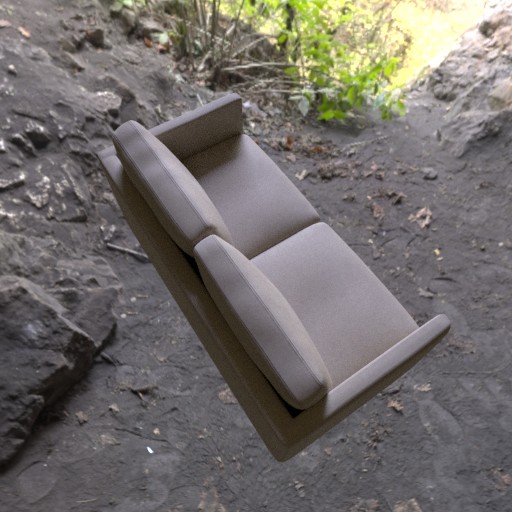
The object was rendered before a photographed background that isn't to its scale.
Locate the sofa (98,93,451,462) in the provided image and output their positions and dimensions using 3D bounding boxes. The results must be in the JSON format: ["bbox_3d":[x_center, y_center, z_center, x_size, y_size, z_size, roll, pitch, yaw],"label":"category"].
[{"bbox_3d":[0.000,0.000,2.433,0.950,0.940,1.846,-30,64,-16],"label":"sofa"}]
